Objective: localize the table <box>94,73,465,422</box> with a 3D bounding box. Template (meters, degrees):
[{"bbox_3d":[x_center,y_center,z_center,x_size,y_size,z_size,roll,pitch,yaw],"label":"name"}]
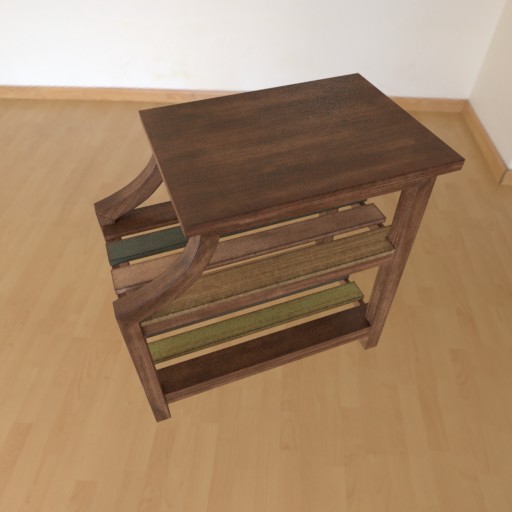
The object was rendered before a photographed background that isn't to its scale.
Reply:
[{"bbox_3d":[0.000,0.000,0.985,0.609,0.584,0.356,-15,48,-14],"label":"table"}]
